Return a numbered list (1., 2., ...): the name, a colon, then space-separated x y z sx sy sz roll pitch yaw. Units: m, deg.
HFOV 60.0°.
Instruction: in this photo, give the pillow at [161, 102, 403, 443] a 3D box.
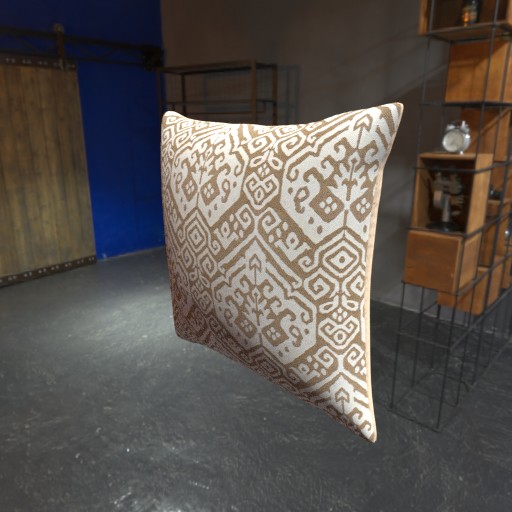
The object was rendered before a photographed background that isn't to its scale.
1. pillow: 0.000 0.000 0.642 0.419 0.407 0.173 16 23 42
